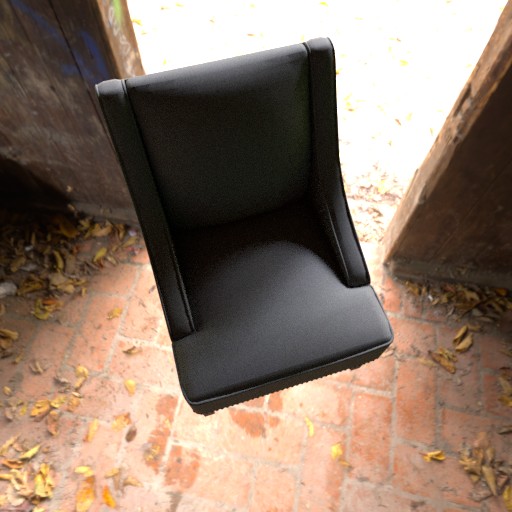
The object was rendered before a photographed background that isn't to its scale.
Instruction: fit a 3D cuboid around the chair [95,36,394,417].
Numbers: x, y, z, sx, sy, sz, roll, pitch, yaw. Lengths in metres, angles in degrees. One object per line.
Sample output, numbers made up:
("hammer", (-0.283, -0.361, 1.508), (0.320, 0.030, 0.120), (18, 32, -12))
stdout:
("chair", (0.000, 0.000, 1.351), (0.631, 0.867, 0.747), (-15, 64, -8))
